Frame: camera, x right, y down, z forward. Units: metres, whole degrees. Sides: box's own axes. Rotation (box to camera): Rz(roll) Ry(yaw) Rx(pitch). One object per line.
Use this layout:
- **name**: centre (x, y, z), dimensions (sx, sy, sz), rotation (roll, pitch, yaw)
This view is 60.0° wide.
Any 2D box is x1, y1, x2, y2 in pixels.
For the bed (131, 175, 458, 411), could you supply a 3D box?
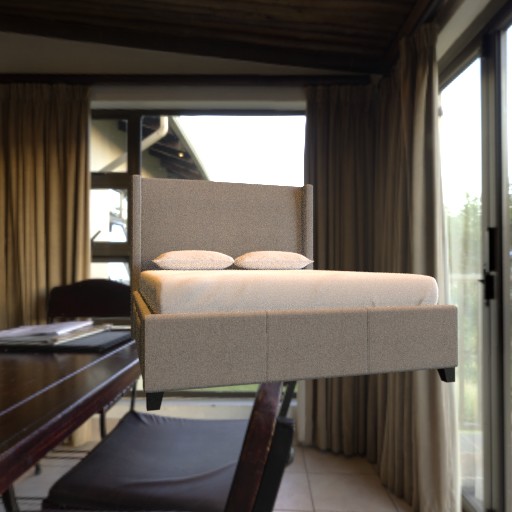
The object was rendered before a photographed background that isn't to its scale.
- **bed**: centre (0.000, 0.000, 3.351), dimensions (1.774, 1.491, 2.222), rotation (0, -1, -17)
